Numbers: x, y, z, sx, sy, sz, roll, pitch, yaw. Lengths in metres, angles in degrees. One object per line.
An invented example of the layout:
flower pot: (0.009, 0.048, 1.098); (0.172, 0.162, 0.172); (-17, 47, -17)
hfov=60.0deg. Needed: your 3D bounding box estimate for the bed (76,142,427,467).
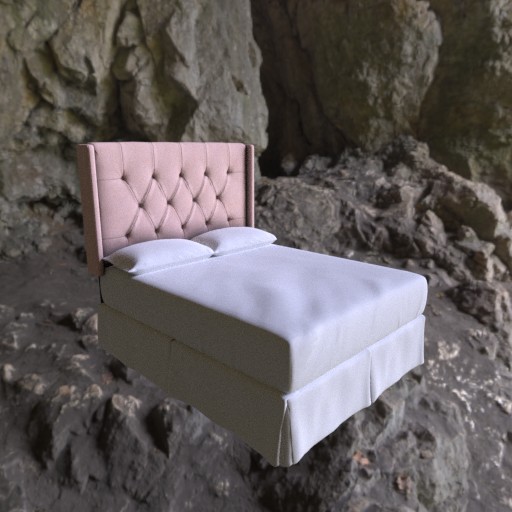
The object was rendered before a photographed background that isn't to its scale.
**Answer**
bed: (0.000, 0.000, 3.329); (2.066, 1.665, 1.719); (13, 19, 43)
